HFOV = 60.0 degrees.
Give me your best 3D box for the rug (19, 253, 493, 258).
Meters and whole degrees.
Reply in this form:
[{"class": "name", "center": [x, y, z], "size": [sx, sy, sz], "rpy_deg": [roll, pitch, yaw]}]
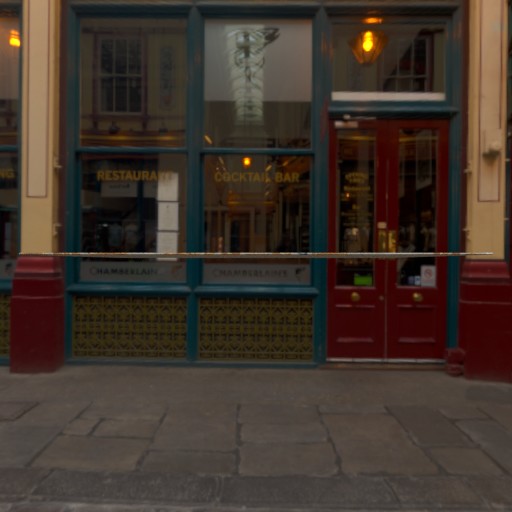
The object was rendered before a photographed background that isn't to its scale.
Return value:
[{"class": "rug", "center": [0.000, 0.000, 2.310], "size": [1.827, 0.008, 1.230], "rpy_deg": [0, -1, 0]}]
